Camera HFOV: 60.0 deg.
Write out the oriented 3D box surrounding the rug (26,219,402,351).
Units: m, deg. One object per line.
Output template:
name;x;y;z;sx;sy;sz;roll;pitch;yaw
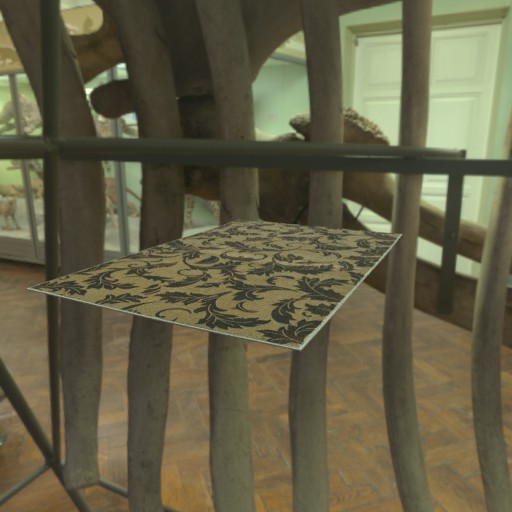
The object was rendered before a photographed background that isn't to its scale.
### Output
rug;0.000;0.000;2.927;1.522;0.008;2.284;7;17;26
